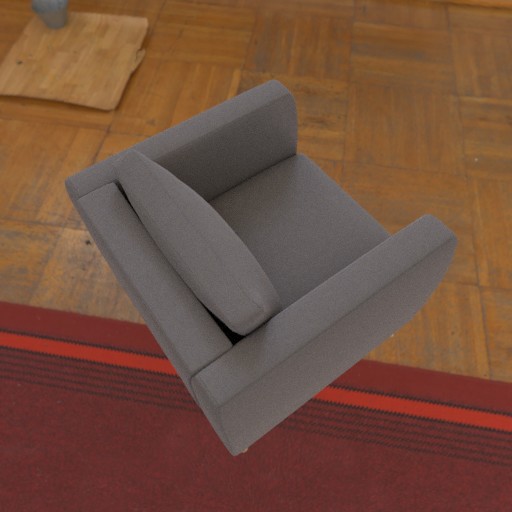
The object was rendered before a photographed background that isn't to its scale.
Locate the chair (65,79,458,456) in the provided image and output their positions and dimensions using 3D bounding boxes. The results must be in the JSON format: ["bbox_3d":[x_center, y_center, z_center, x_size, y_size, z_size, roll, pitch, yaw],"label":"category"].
[{"bbox_3d":[0.000,0.000,1.666,0.930,0.860,1.000,-32,64,-18],"label":"chair"}]
